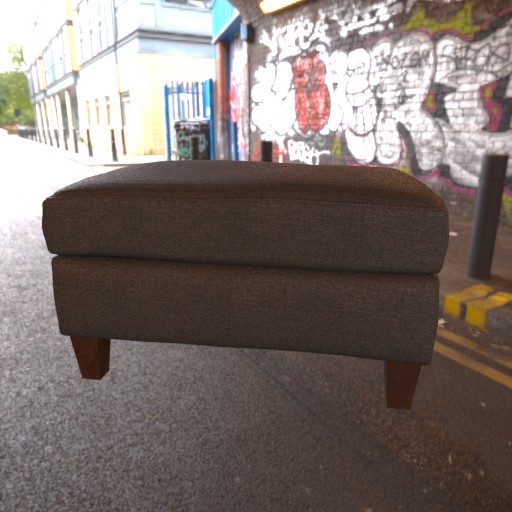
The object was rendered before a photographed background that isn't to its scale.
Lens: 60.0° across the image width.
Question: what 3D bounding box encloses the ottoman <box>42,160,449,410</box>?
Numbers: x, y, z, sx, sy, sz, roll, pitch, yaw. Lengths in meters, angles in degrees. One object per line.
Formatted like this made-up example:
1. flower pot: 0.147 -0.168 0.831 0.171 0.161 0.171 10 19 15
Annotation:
1. ottoman: 0.000 0.000 1.181 0.826 0.496 0.639 3 17 9
